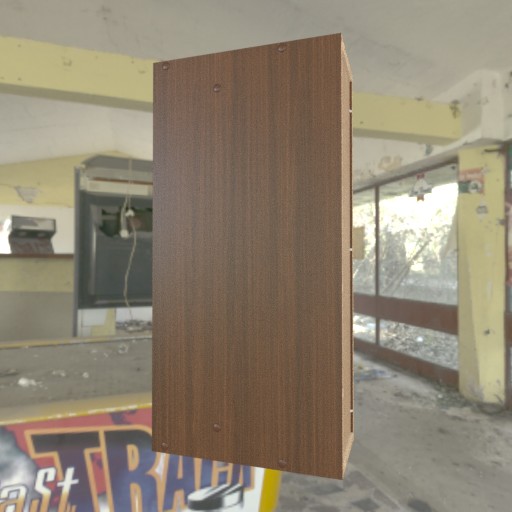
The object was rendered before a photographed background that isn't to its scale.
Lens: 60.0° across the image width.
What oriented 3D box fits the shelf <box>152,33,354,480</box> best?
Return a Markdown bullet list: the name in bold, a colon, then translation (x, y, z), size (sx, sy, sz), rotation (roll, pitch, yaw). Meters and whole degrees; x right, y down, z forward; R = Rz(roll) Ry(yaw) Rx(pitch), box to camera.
- **shelf**: translation (0.000, 0.000, 0.708), size (0.290, 0.600, 0.147), rotation (0, -1, 18)
